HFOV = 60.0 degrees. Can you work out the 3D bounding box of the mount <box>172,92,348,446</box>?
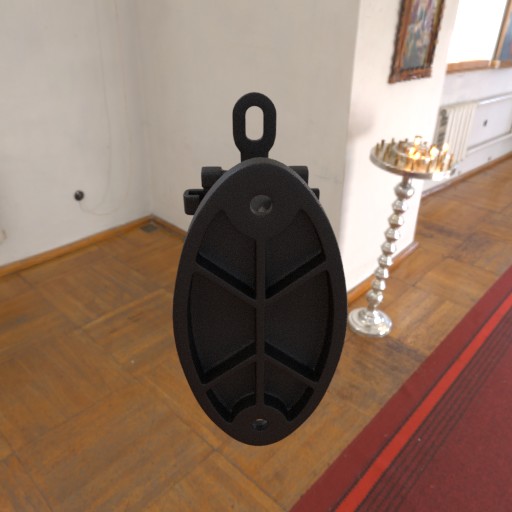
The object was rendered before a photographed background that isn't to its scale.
[{"bbox_3d":[0.000,0.000,0.178,0.066,0.118,0.100,-1,29,-1],"label":"mount"}]
